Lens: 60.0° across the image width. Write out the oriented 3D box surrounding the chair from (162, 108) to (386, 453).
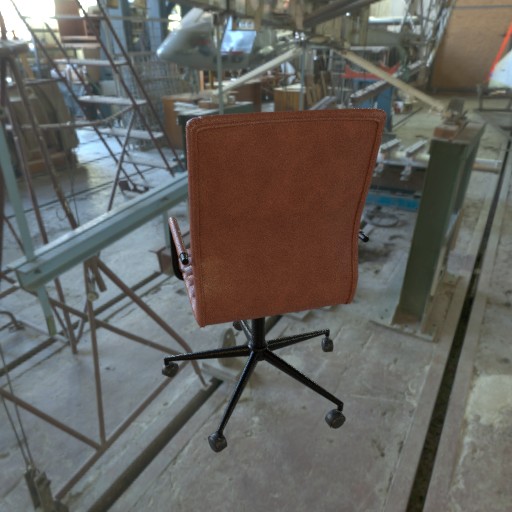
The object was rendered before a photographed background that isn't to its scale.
[{"bbox_3d":[0.000,0.000,1.274,0.600,0.878,0.578,-7,27,-14],"label":"chair"}]
